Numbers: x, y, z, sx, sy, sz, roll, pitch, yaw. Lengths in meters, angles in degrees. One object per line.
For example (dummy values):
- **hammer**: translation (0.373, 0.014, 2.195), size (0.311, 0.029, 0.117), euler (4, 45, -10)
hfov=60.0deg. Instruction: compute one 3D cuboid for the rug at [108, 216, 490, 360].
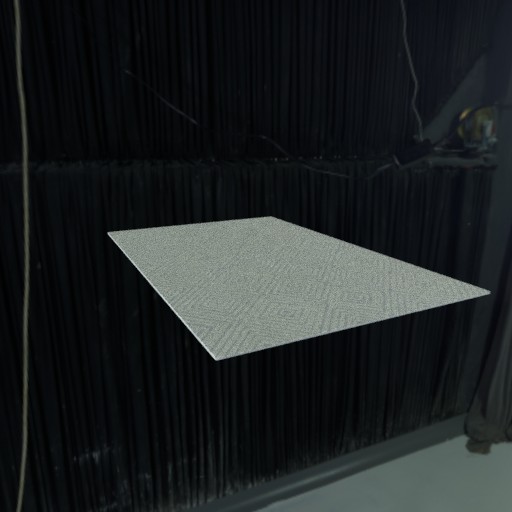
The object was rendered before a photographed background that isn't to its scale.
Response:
- **rug**: translation (0.000, 0.000, 2.212), size (1.143, 0.008, 1.753), euler (-8, 18, -26)
